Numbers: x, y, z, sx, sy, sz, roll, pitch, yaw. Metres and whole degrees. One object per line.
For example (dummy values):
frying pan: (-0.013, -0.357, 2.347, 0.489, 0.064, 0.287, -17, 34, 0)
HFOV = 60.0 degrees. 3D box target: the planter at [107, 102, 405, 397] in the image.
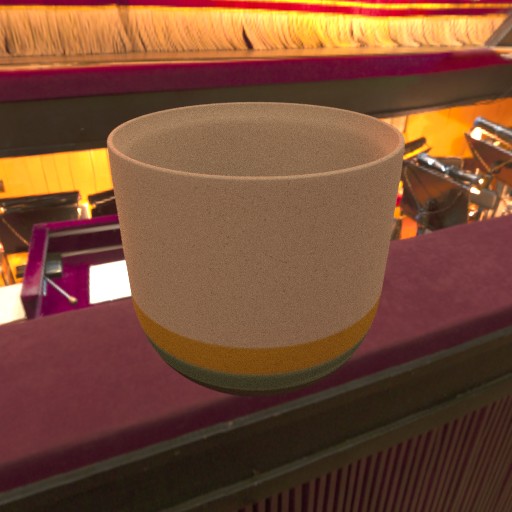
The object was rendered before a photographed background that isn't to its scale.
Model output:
planter: (0.000, 0.000, 0.477, 0.268, 0.270, 0.268, 0, 30, 0)
